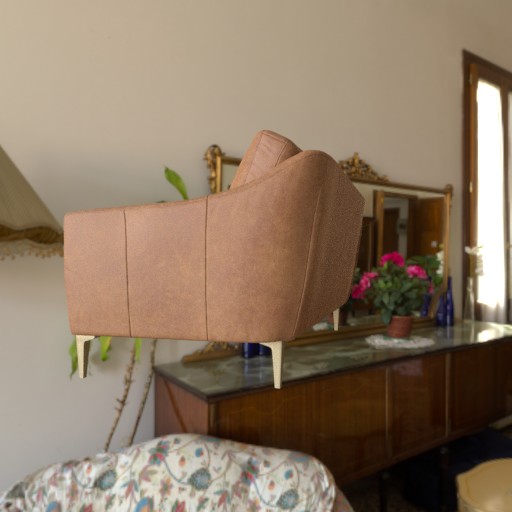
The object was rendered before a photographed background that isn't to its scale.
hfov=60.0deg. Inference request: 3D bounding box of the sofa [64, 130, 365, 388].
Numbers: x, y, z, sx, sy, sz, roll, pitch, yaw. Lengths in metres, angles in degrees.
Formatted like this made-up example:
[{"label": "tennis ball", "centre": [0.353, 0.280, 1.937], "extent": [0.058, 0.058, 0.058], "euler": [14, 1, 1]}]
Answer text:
[{"label": "sofa", "centre": [0.000, 0.000, 2.210], "extent": [0.960, 0.902, 1.619], "euler": [0, 0, 19]}]
